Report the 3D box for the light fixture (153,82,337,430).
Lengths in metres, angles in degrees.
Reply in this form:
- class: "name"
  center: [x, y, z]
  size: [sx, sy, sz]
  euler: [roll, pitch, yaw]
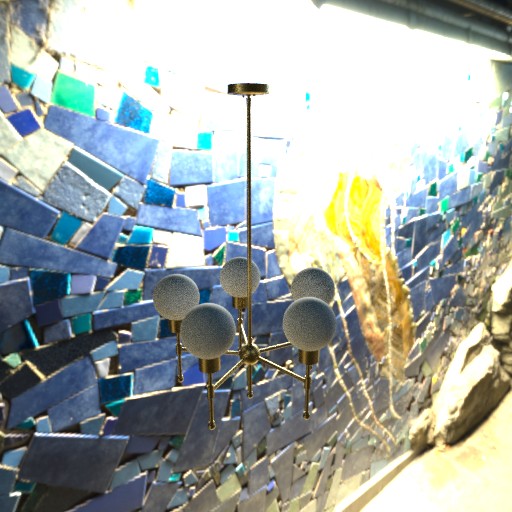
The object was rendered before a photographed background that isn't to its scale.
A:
- class: "light fixture"
  center: [0.000, 0.000, 1.844]
  size: [0.785, 1.331, 0.815]
  euler: [-8, 18, -26]
